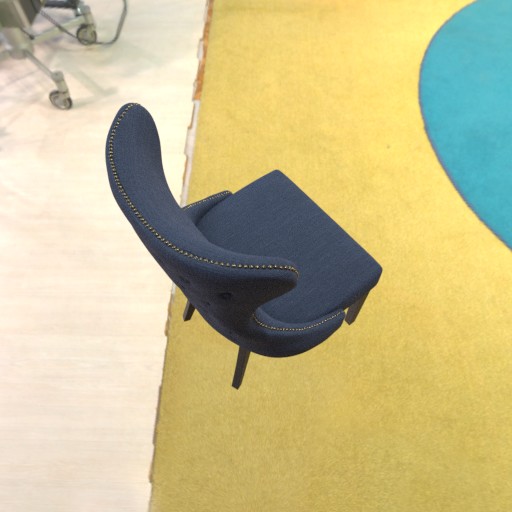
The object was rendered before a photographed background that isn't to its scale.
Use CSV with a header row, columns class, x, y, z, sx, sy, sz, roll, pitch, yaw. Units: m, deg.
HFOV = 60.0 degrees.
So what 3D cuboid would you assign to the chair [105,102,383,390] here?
class,x,y,z,sx,sy,sz,roll,pitch,yaw
chair,0.000,0.000,1.379,0.635,0.967,0.628,-33,64,-18
